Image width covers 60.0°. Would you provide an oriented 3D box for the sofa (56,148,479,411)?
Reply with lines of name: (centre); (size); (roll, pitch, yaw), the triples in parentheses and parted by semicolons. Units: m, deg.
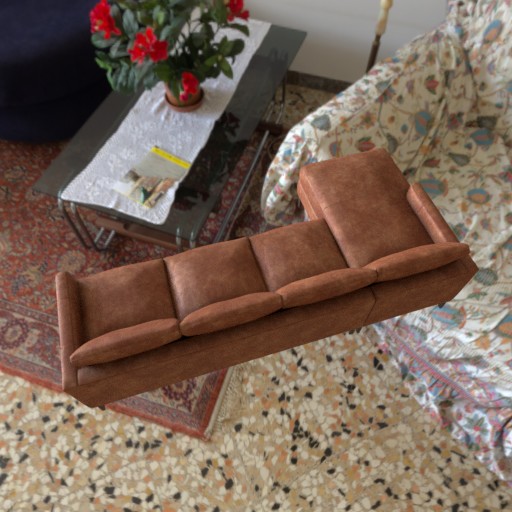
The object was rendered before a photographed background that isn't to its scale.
sofa: (0.000, 0.000, 3.557); (2.993, 0.859, 1.471); (-15, 59, -9)
